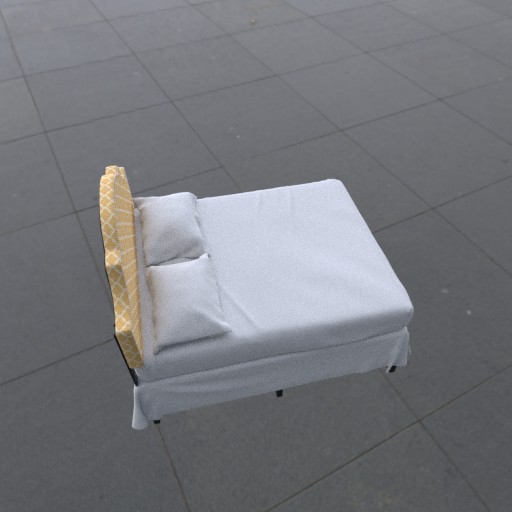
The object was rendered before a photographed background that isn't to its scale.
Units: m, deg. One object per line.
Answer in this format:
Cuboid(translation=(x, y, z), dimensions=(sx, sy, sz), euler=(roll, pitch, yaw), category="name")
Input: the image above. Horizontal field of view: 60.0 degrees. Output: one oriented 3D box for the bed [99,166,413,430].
Cuboid(translation=(0.000, 0.000, 3.452), dimensions=(2.222, 1.633, 1.780), euler=(-10, 48, -9), category="bed")
